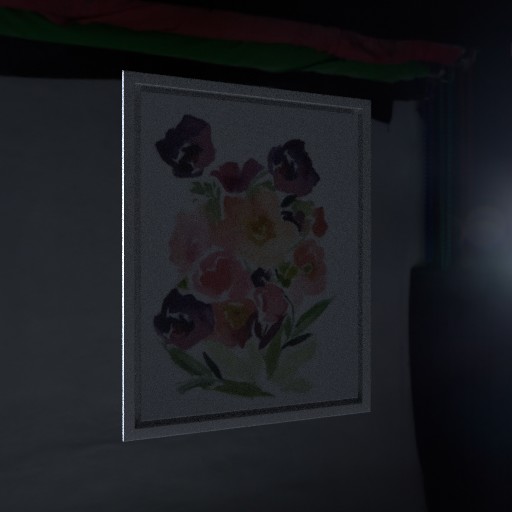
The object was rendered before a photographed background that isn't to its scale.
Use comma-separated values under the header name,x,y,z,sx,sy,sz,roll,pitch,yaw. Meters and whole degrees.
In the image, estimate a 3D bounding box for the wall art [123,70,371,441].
name,x,y,z,sx,sy,sz,roll,pitch,yaw
wall art,0.000,0.000,1.400,0.805,1.056,0.042,0,0,-18
